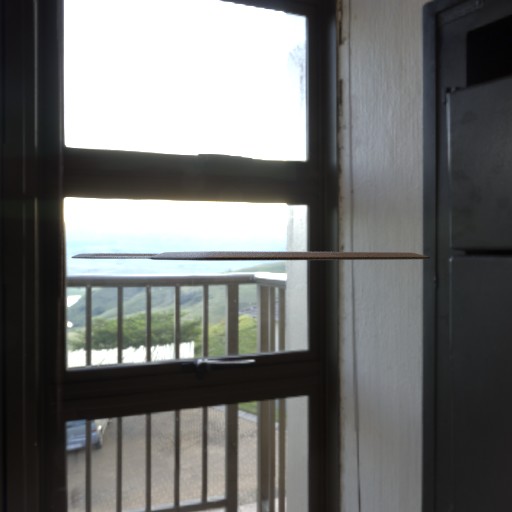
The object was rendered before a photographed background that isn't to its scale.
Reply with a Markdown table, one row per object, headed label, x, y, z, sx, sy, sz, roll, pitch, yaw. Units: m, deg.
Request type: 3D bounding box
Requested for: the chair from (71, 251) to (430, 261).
| label | x | y | z | sx | sy | sz | roll | pitch | yaw |
| --- | --- | --- | --- | --- | --- | --- | --- | --- | --- |
| chair | 0.000 | 0.000 | 1.892 | 1.219 | 0.024 | 1.372 | 0 | 0 | -35 |
